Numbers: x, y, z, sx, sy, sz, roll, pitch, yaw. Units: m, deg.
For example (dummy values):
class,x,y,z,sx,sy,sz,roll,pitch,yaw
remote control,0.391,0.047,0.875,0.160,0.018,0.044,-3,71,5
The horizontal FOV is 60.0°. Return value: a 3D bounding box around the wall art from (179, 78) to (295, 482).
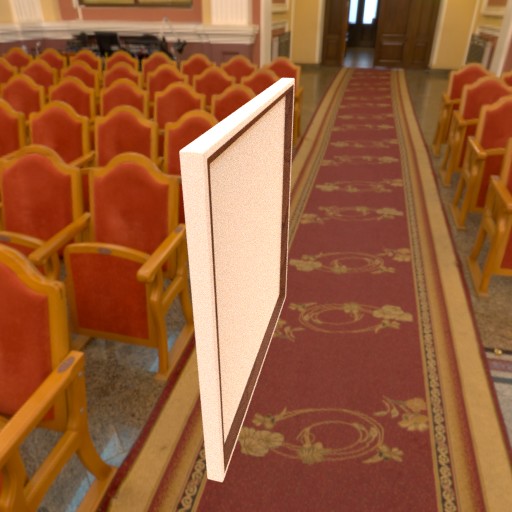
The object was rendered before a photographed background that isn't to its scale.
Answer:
class,x,y,z,sx,sy,sz,roll,pitch,yaw
wall art,0.000,0.000,1.138,0.037,0.757,0.757,7,30,12
